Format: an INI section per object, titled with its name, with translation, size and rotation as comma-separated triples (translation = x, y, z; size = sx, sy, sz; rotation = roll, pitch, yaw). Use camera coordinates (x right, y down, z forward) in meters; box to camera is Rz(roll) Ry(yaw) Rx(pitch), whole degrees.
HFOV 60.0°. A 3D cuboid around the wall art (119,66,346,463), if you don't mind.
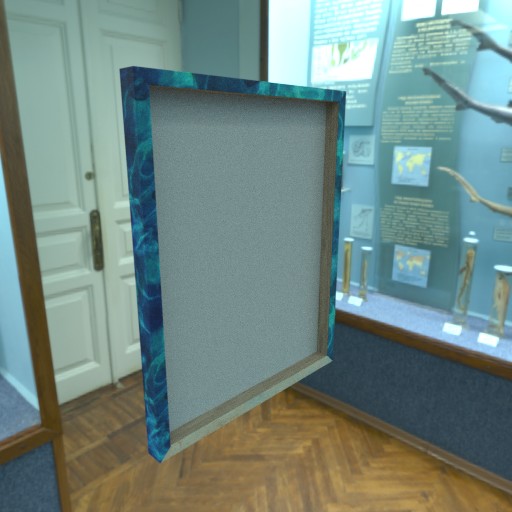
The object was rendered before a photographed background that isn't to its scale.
[wall art]
translation = 0.000, 0.000, 0.866
size = 0.038, 0.635, 0.508
rotation = 15, 21, 43
